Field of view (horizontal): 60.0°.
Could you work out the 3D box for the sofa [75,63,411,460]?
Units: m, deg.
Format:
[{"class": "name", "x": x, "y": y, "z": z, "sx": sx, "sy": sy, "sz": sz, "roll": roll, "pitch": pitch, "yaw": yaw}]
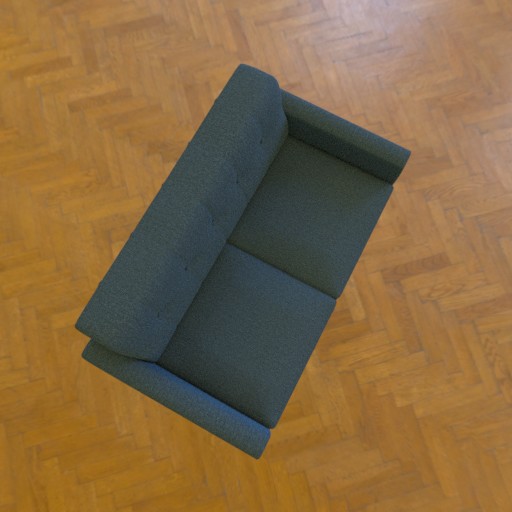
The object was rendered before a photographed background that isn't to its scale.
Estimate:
[{"class": "sofa", "x": 0.000, "y": 0.000, "z": 2.258, "sx": 0.942, "sy": 0.896, "sz": 1.651, "roll": 28, "pitch": 78, "yaw": 7}]
